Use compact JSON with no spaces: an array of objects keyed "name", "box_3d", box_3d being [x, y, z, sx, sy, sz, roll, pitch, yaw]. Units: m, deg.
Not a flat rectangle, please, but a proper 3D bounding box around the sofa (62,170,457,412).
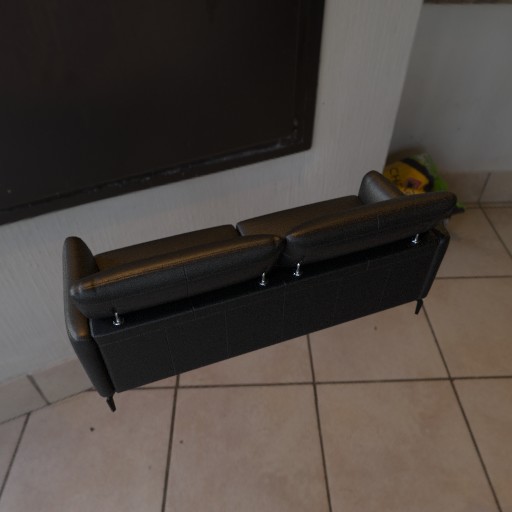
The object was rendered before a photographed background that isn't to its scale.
[{"name":"sofa","box_3d":[0.000,0.000,2.543,2.069,0.957,0.856,-14,46,-14]}]
